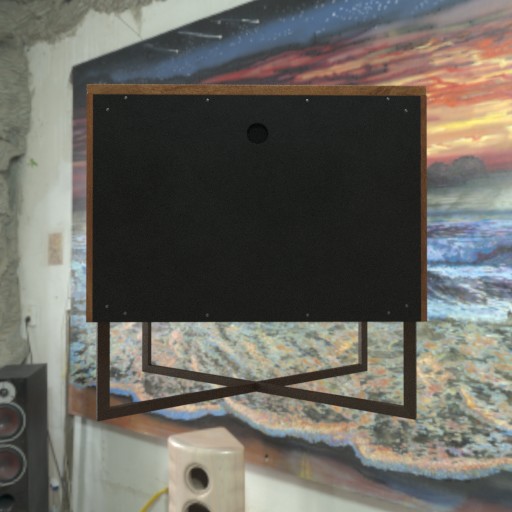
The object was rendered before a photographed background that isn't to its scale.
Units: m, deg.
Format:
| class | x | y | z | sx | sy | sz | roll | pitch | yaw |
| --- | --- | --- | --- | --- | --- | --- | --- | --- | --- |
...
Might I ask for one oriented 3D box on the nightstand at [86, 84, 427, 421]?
| class | x | y | z | sx | sy | sz | roll | pitch | yaw |
| --- | --- | --- | --- | --- | --- | --- | --- | --- | --- |
| nightstand | 0.000 | 0.000 | 1.010 | 0.613 | 0.615 | 0.427 | 0 | 0 | -1 |
